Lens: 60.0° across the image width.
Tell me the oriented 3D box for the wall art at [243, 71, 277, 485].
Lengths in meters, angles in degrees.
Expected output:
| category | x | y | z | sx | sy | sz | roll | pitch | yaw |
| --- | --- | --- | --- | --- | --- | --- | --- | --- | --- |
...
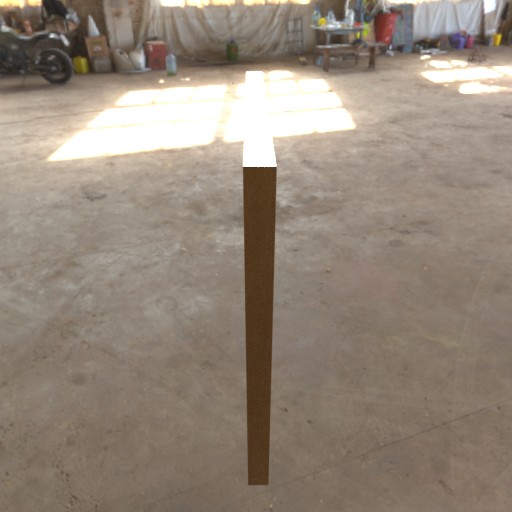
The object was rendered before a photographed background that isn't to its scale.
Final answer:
| category | x | y | z | sx | sy | sz | roll | pitch | yaw |
| --- | --- | --- | --- | --- | --- | --- | --- | --- | --- |
| wall art | 0.000 | 0.000 | 0.451 | 0.019 | 0.302 | 0.302 | 0 | 32 | -1 |
